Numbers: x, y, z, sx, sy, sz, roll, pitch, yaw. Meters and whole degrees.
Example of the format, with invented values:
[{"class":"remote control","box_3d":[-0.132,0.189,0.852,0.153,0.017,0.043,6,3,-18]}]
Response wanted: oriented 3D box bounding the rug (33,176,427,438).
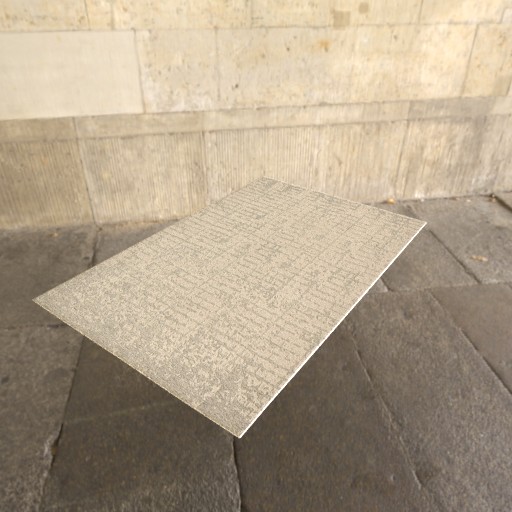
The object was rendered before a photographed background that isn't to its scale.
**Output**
[{"class":"rug","box_3d":[0.000,0.000,2.355,1.211,0.007,1.827,22,39,30]}]
